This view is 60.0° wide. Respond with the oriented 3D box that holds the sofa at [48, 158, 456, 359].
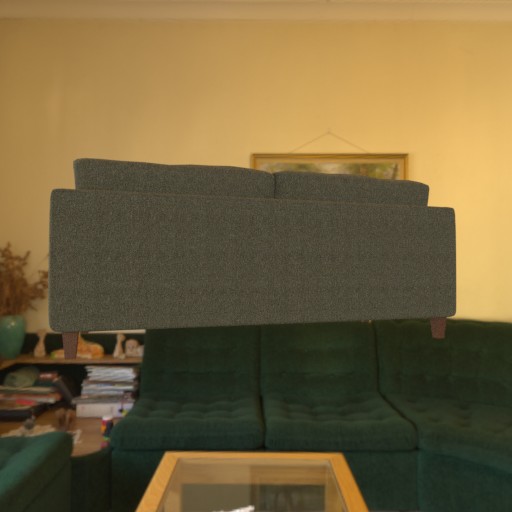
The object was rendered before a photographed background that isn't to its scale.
[{"bbox_3d":[0.000,0.000,2.711,2.208,0.965,0.948,0,-2,-17],"label":"sofa"}]
